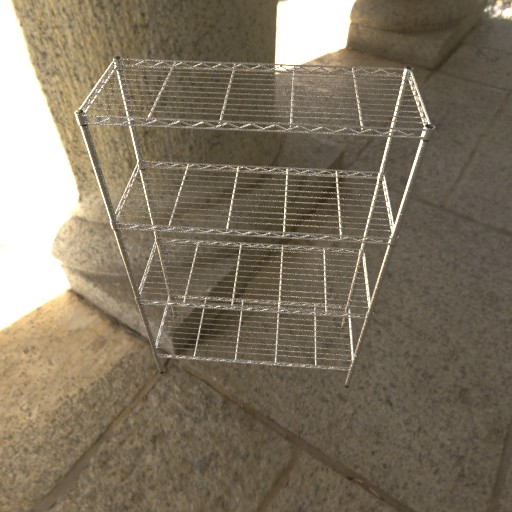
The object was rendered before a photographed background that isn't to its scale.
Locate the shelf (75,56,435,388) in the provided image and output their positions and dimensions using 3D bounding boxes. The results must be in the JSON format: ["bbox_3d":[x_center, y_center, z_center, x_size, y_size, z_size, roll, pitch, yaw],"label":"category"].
[{"bbox_3d":[0.000,0.000,1.720,0.907,1.360,0.352,3,47,3],"label":"shelf"}]
